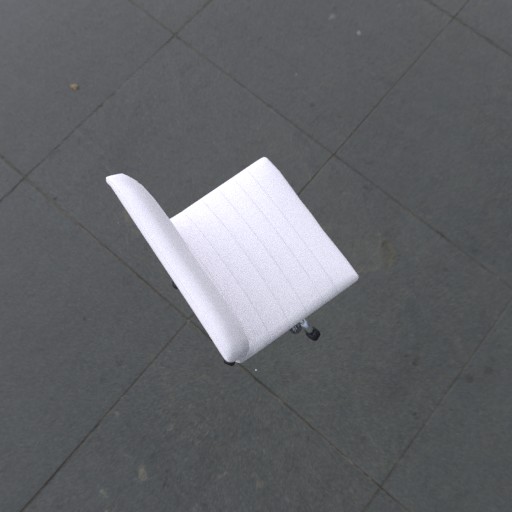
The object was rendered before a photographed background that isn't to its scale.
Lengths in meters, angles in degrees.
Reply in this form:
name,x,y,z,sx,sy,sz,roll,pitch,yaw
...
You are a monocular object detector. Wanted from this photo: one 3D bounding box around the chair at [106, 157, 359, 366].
name,x,y,z,sx,sy,sz,roll,pitch,yaw
chair,0.000,0.000,1.094,0.455,0.750,0.520,-34,78,-8
